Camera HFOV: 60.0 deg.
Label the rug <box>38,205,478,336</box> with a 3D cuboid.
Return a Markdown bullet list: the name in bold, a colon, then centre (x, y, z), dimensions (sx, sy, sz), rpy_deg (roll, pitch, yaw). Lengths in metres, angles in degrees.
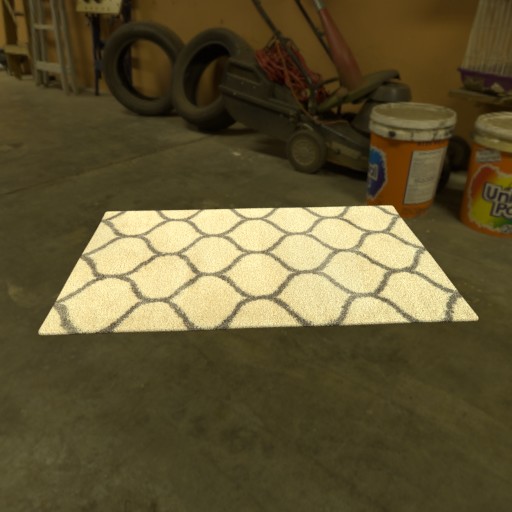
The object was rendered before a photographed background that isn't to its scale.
- **rug**: centre (0.000, 0.000, 2.988), dimensions (2.348, 0.024, 1.501), rpy_deg (-2, 31, -3)
